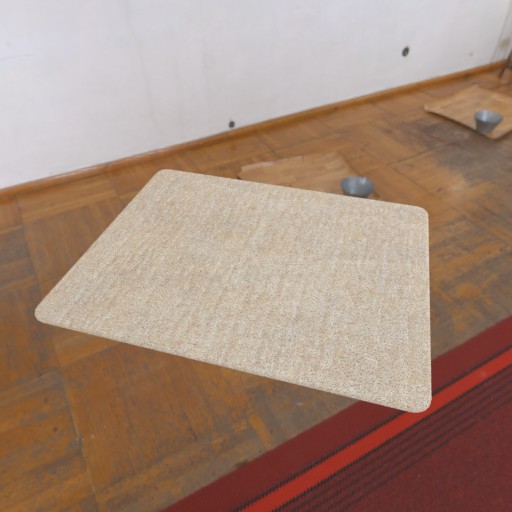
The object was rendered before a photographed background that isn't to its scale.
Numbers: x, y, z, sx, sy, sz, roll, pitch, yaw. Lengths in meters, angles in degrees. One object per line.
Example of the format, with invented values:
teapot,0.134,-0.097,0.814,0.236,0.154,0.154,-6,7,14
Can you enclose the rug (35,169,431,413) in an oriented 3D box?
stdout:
rug,0.000,0.000,3.370,2.528,0.048,2.009,10,42,12
